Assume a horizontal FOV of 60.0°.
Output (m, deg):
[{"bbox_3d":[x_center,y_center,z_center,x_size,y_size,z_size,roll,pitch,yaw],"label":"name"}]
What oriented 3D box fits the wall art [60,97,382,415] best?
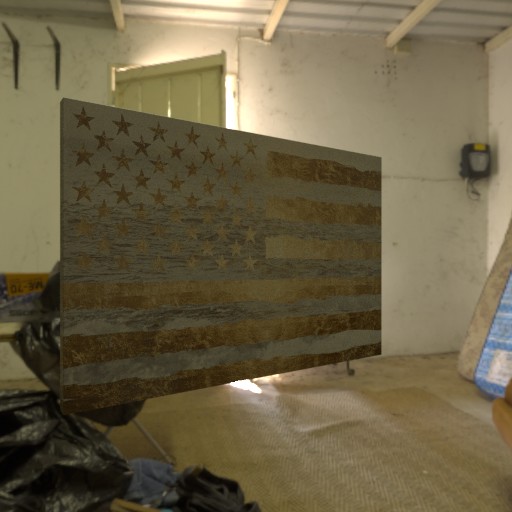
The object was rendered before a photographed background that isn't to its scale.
[{"bbox_3d":[0.000,0.000,1.401,1.145,0.762,0.041,0,0,-34],"label":"wall art"}]
